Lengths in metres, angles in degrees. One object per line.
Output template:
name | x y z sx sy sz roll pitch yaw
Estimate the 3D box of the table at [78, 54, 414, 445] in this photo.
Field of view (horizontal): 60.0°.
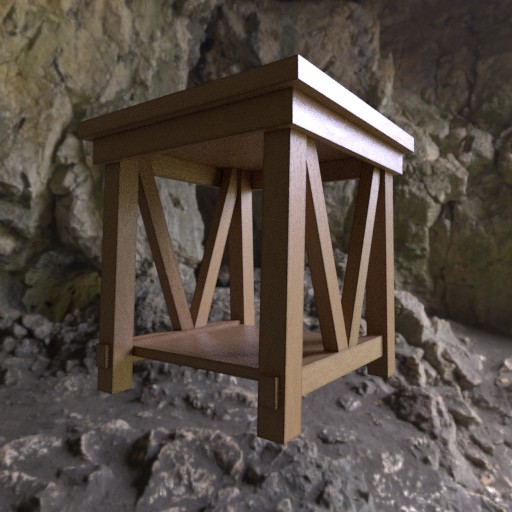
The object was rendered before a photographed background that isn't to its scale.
table | 0.000 0.000 1.128 0.610 0.638 0.612 0 0 36
